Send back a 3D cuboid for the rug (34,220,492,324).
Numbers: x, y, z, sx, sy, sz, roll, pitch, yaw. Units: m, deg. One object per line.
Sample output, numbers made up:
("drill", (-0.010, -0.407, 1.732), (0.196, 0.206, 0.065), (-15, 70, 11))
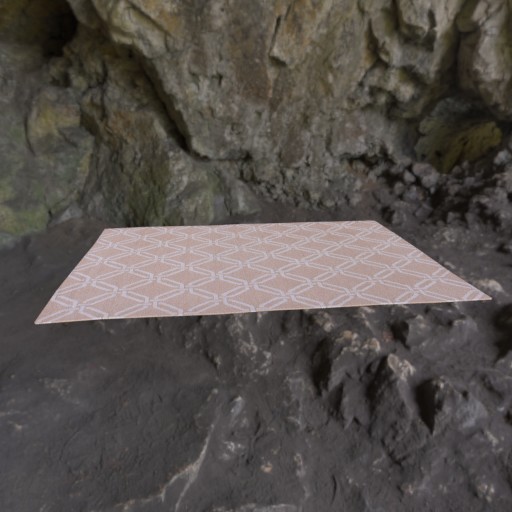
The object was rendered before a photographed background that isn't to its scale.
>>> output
("rug", (0.000, 0.000, 4.335), (3.365, 0.020, 2.452), (-2, 19, -7))
